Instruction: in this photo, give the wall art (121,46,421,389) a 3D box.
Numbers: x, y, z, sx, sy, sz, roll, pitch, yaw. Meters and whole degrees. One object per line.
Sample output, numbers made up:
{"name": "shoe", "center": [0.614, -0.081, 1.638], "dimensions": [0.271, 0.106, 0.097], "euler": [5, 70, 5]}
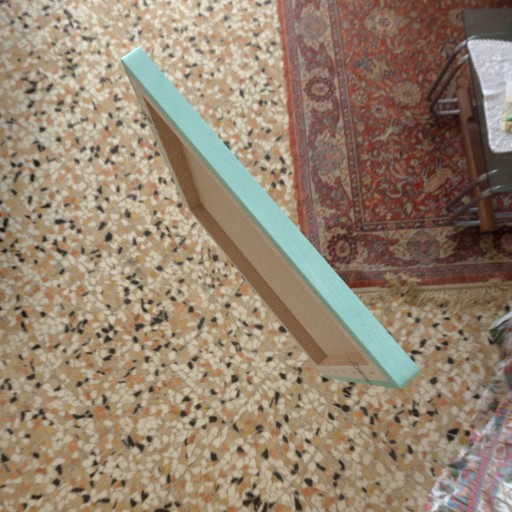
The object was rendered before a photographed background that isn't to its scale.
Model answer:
{"name": "wall art", "center": [0.000, 0.000, 1.131], "dimensions": [0.054, 0.766, 0.765], "euler": [-38, 79, -9]}
